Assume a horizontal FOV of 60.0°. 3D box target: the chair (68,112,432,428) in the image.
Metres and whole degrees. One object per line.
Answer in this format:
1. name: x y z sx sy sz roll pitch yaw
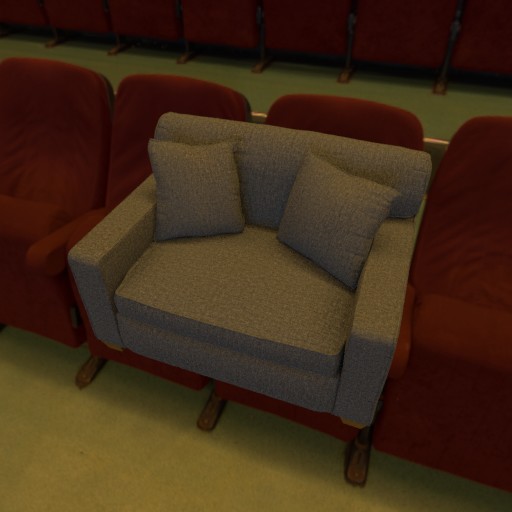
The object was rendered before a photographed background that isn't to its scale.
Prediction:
1. chair: 0.000 0.000 2.123 1.383 0.948 1.000 13 42 15
